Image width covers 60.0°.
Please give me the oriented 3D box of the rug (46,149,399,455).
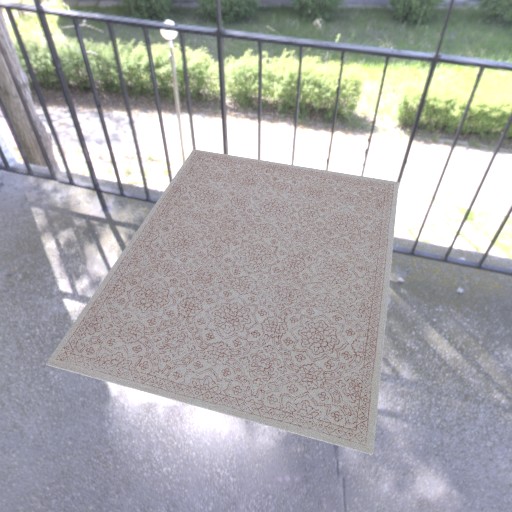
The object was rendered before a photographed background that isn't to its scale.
[{"bbox_3d":[0.000,0.000,4.131,2.441,0.015,3.050,11,47,11],"label":"rug"}]
